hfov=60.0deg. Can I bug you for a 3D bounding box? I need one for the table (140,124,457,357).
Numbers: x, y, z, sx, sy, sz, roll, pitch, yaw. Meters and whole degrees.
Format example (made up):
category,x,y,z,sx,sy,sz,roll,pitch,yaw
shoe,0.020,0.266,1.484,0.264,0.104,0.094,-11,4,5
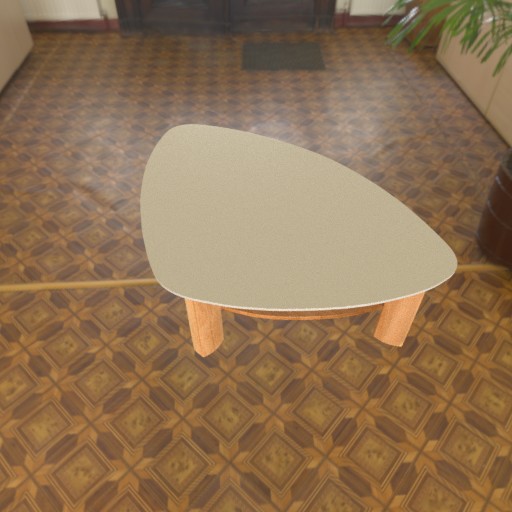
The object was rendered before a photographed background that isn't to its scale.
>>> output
category,x,y,z,sx,sy,sz,roll,pitch,yaw
table,0.000,0.000,1.661,1.250,0.440,0.850,32,54,27
